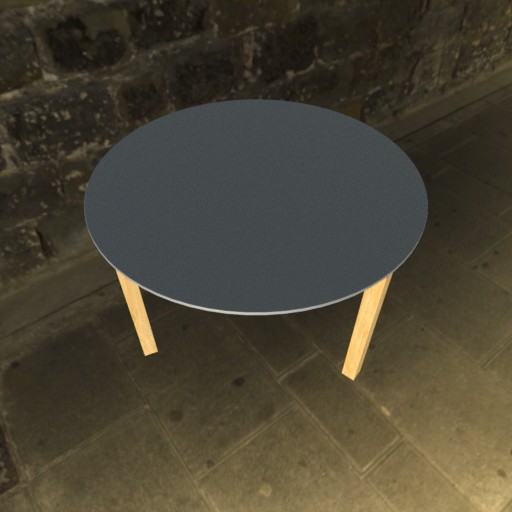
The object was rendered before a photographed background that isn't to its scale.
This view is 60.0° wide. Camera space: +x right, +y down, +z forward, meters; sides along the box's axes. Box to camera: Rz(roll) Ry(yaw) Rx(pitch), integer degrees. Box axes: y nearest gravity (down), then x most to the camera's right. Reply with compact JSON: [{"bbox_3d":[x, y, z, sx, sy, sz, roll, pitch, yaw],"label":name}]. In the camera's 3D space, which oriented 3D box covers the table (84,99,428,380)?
[{"bbox_3d":[0.000,0.000,0.946,0.600,0.405,0.600,0,46,0],"label":"table"}]
